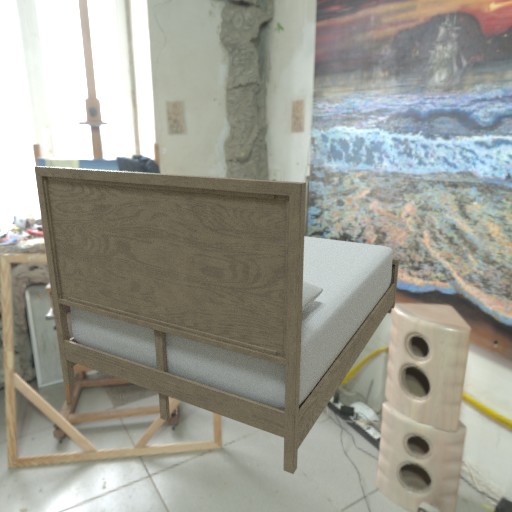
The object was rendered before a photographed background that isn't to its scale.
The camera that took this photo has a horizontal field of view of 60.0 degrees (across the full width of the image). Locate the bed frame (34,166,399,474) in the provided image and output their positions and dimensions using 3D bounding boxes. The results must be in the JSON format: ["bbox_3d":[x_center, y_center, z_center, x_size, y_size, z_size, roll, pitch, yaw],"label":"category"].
[{"bbox_3d":[0.000,0.000,3.201,1.606,1.369,2.189,9,18,28],"label":"bed frame"}]
